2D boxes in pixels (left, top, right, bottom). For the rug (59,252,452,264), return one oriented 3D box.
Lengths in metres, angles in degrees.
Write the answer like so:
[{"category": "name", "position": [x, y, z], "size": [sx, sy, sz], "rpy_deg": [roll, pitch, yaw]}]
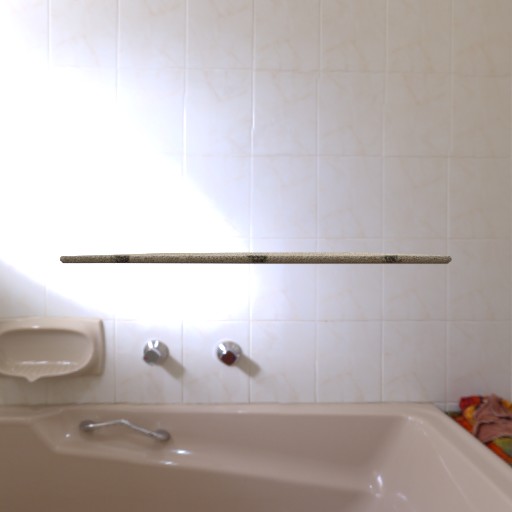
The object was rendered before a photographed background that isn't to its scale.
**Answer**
[{"category": "rug", "position": [0.000, 0.000, 2.137], "size": [1.200, 0.025, 1.600], "rpy_deg": [0, 1, 0]}]
